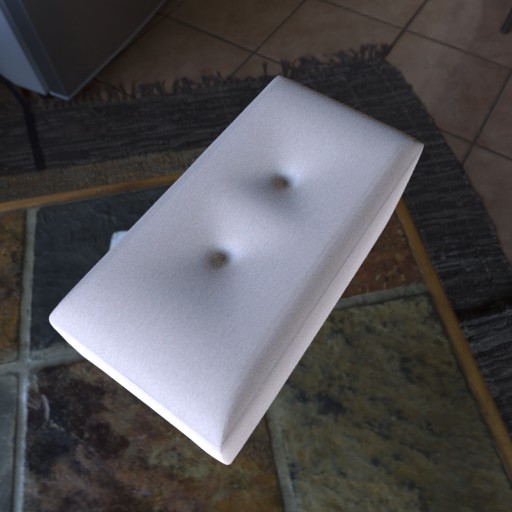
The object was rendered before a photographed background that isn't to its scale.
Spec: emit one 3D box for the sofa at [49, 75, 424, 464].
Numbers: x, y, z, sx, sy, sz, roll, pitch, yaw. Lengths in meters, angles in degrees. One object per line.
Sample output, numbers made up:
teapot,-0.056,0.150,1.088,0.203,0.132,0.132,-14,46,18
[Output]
sofa,0.000,0.000,1.207,0.480,0.470,0.930,31,67,15
